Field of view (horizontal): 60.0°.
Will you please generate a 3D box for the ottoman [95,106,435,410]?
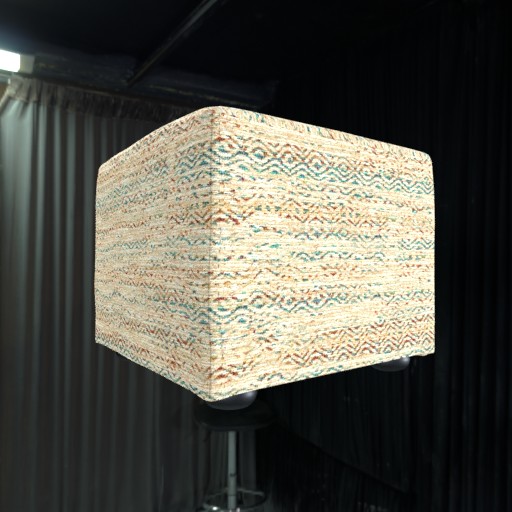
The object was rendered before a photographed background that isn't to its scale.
[{"bbox_3d":[0.000,0.000,0.920,0.521,0.453,0.512,0,0,-36],"label":"ottoman"}]
